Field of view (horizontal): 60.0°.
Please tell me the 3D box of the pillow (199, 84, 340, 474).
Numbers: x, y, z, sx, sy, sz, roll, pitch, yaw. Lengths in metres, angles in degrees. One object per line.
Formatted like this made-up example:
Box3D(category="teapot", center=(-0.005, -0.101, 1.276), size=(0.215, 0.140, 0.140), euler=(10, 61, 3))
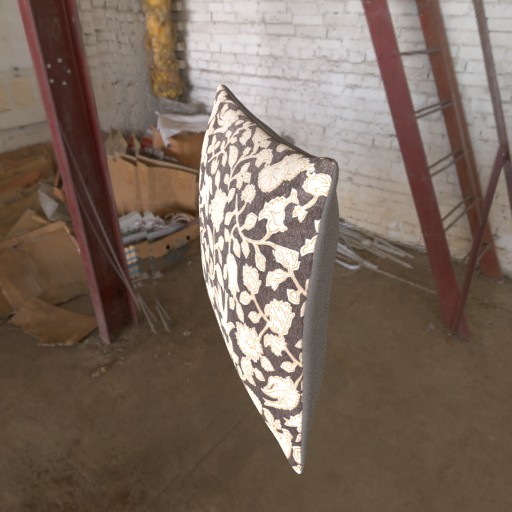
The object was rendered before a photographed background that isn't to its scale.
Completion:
Box3D(category="pillow", center=(0.000, 0.000, 0.793), size=(0.166, 0.507, 0.526), euler=(-9, 31, -14))
